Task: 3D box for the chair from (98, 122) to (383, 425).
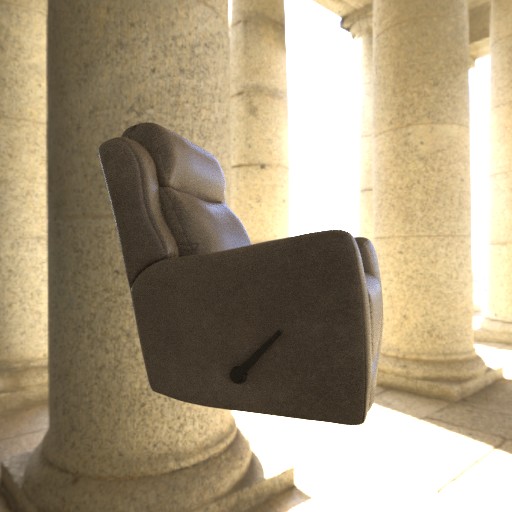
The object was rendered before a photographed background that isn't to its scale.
[{"bbox_3d":[0.000,0.000,1.975,1.068,1.116,0.967,0,0,19],"label":"chair"}]
